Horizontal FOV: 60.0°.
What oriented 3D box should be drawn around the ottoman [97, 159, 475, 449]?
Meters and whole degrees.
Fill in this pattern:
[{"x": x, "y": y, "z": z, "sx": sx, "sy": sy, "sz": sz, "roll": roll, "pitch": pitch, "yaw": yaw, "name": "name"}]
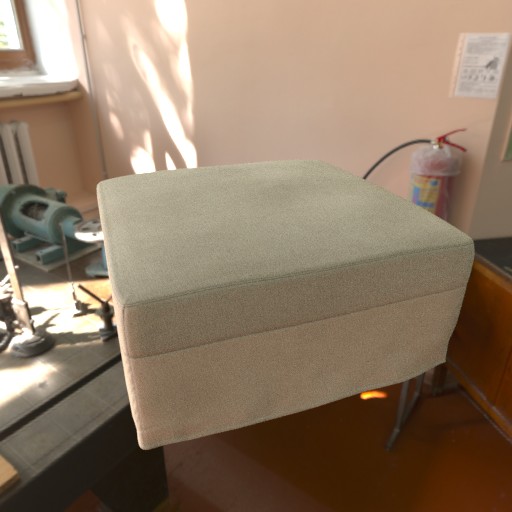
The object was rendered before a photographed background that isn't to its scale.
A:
[{"x": 0.000, "y": 0.000, "z": 1.319, "sx": 0.842, "sy": 0.441, "sz": 0.843, "roll": -9, "pitch": 28, "yaw": -18, "name": "ottoman"}]
